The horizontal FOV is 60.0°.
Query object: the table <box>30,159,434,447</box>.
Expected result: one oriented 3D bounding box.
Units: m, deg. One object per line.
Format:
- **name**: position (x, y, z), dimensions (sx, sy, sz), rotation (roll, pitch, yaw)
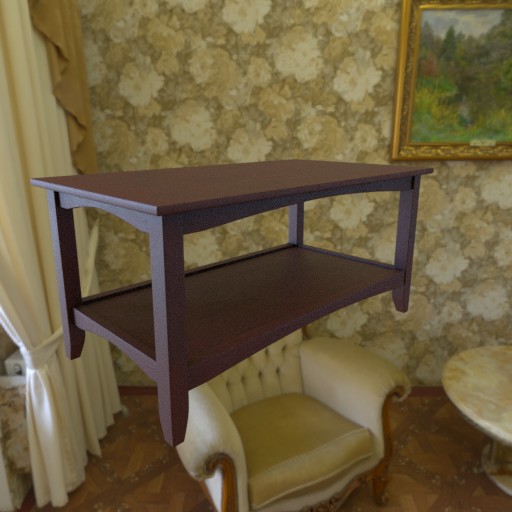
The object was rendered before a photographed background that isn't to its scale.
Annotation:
- **table**: position (0.000, 0.000, 1.223), dimensions (0.943, 0.456, 0.533), rotation (-15, 22, -43)
